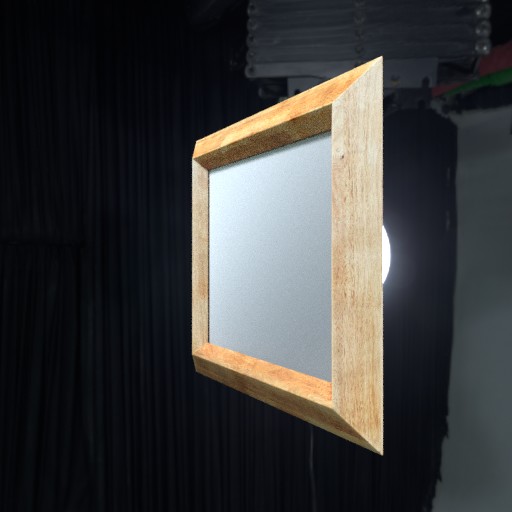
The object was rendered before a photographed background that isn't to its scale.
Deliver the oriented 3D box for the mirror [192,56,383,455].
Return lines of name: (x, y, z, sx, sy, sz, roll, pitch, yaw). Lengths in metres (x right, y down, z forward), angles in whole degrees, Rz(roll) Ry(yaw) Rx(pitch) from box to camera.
mirror: (0.000, 0.000, 0.974, 0.047, 0.651, 0.651, 0, 0, -35)
